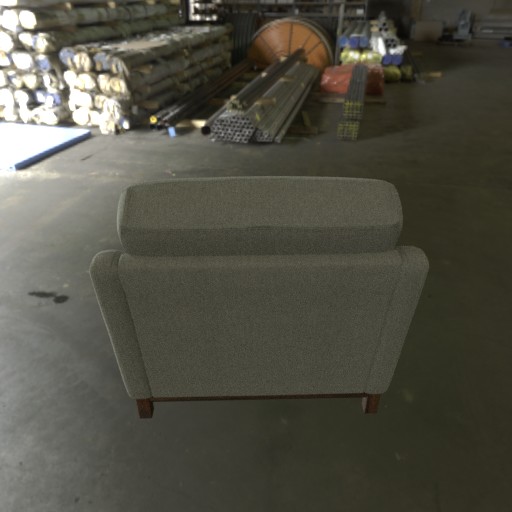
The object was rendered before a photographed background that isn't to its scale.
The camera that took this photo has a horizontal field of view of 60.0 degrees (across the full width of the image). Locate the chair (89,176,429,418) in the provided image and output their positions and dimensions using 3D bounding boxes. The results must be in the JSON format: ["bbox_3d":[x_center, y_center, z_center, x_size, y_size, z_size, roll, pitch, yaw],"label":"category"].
[{"bbox_3d":[0.000,0.000,1.527,0.826,0.821,0.892,-1,31,-1],"label":"chair"}]
